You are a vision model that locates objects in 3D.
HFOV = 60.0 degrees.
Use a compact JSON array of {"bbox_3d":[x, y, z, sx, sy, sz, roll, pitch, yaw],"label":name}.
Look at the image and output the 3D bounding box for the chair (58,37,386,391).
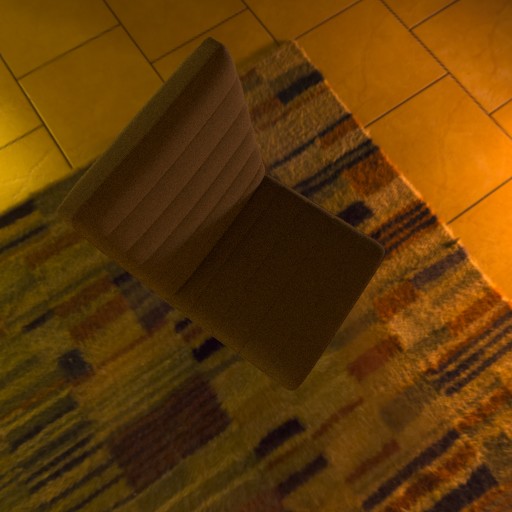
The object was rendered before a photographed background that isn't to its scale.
[{"bbox_3d":[0.000,0.000,1.306,0.634,0.930,0.520,34,78,8],"label":"chair"}]
